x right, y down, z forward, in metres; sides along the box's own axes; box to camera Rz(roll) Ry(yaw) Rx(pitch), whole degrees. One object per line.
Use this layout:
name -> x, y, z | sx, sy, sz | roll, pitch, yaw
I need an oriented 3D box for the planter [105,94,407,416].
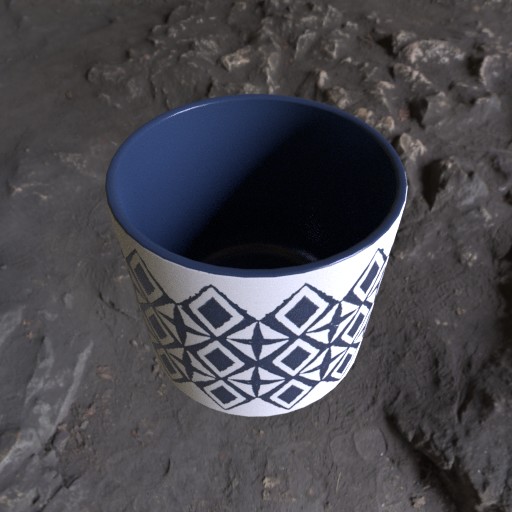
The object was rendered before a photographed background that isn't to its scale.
planter -> 0.000, 0.000, 0.330 | 0.182, 0.165, 0.182 | 0, 47, 0
